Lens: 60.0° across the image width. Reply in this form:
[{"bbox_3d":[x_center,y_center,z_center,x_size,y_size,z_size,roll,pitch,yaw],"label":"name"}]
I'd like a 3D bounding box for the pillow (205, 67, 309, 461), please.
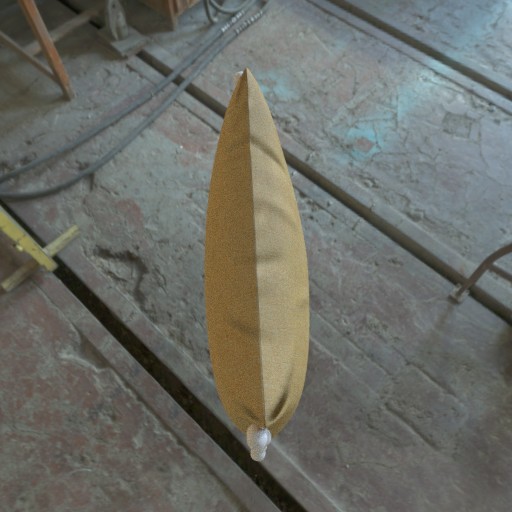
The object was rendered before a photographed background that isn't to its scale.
[{"bbox_3d":[0.000,0.000,0.852,0.201,0.322,0.709,-2,64,-1],"label":"pillow"}]
